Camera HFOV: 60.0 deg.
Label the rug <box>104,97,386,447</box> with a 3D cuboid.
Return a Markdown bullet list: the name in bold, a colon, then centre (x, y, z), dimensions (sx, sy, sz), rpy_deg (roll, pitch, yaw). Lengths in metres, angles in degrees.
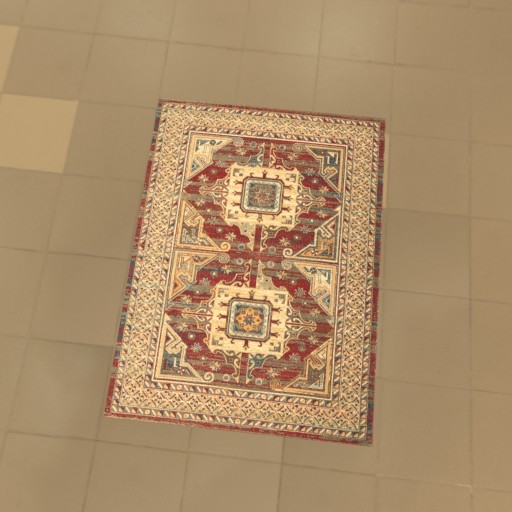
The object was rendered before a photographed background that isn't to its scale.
- **rug**: centre (0.000, 0.000, 4.268), dimensions (2.381, 0.013, 3.197), rpy_deg (6, 77, 1)
